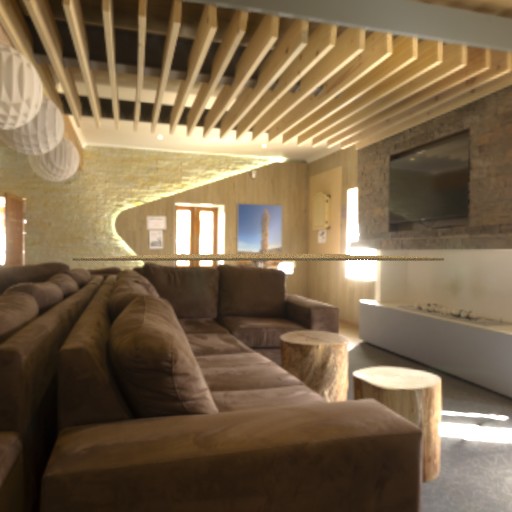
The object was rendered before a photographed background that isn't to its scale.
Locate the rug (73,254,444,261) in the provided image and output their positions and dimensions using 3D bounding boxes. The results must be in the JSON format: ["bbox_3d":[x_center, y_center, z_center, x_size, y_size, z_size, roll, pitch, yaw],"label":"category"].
[{"bbox_3d":[0.000,0.000,2.233,1.143,0.008,1.753,0,1,-1],"label":"rug"}]
